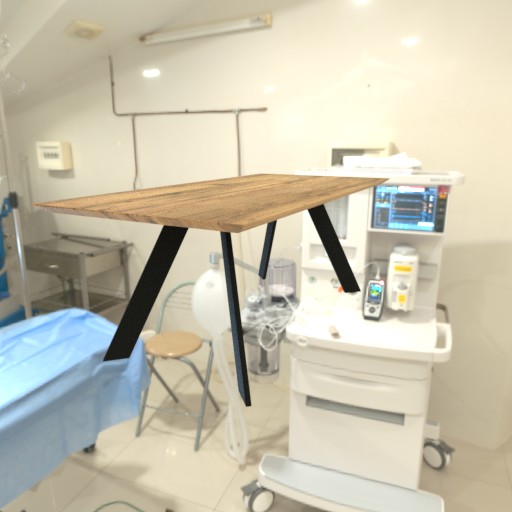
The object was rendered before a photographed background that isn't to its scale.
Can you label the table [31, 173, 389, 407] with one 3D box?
[{"bbox_3d":[0.000,0.000,2.517,1.000,0.770,2.000,8,16,27],"label":"table"}]
